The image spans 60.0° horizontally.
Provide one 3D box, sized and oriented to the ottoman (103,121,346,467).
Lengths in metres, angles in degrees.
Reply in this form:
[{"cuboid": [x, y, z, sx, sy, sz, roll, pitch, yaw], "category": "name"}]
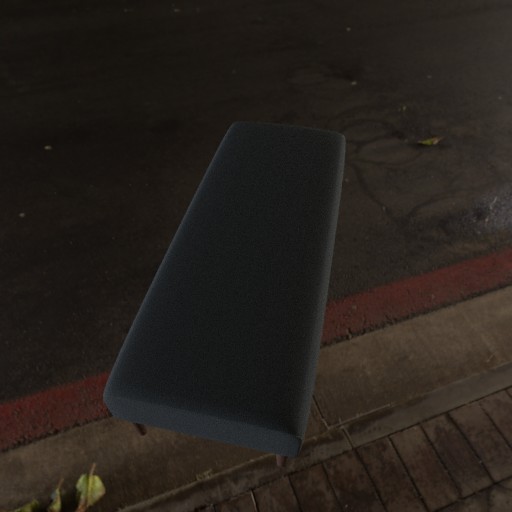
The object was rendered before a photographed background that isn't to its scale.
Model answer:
[{"cuboid": [0.000, 0.000, 1.928, 0.646, 0.393, 1.609, 9, 48, 8], "category": "ottoman"}]
